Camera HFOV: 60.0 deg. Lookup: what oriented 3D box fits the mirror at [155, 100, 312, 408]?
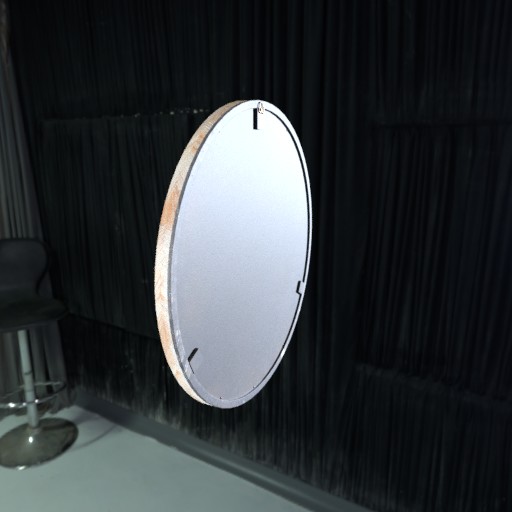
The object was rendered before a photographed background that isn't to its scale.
[{"bbox_3d":[0.000,0.000,1.071,0.038,0.710,0.710,7,16,26],"label":"mirror"}]
